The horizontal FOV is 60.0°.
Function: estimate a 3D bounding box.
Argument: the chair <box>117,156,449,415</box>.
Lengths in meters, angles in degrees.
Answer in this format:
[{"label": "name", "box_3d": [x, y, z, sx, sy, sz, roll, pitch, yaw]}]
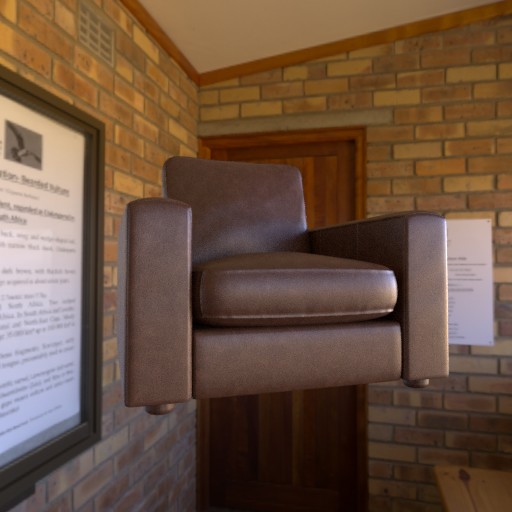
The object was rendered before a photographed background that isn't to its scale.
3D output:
[{"label": "chair", "box_3d": [0.000, 0.000, 1.710, 1.005, 0.873, 1.016, 1, -2, -18]}]
